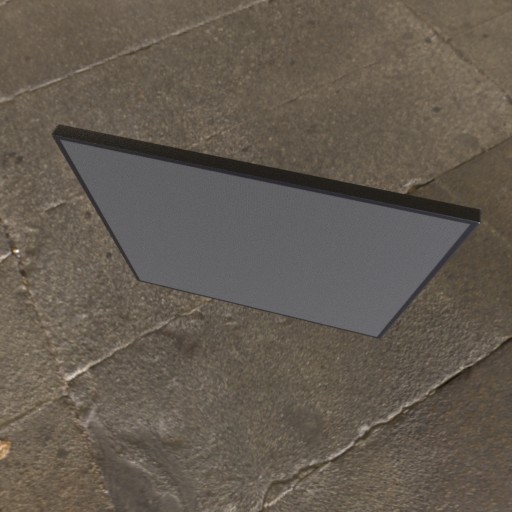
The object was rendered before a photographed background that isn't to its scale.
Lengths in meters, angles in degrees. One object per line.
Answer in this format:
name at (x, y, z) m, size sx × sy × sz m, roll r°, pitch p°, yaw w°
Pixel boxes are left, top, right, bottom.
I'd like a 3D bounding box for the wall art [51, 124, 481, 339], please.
wall art at (0.000, 0.000, 0.726) m, size 0.521 × 0.450 × 0.018 m, roll 13°, pitch 64°, yaw 6°
